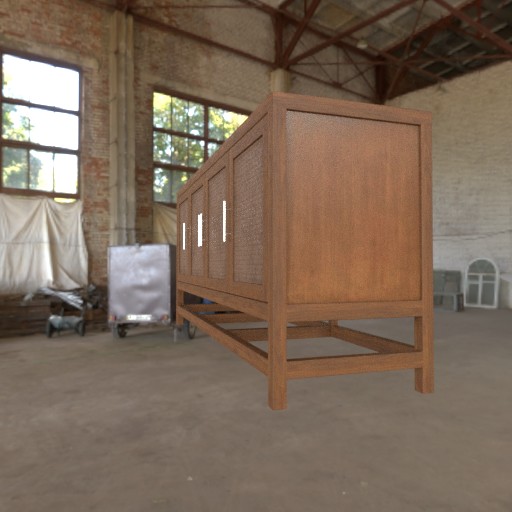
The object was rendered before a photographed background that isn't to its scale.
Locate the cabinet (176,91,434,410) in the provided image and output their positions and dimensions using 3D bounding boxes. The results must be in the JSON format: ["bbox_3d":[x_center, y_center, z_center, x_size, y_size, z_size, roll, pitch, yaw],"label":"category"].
[{"bbox_3d":[0.000,0.000,2.020,0.522,0.820,1.708,0,-1,-18],"label":"cabinet"}]
